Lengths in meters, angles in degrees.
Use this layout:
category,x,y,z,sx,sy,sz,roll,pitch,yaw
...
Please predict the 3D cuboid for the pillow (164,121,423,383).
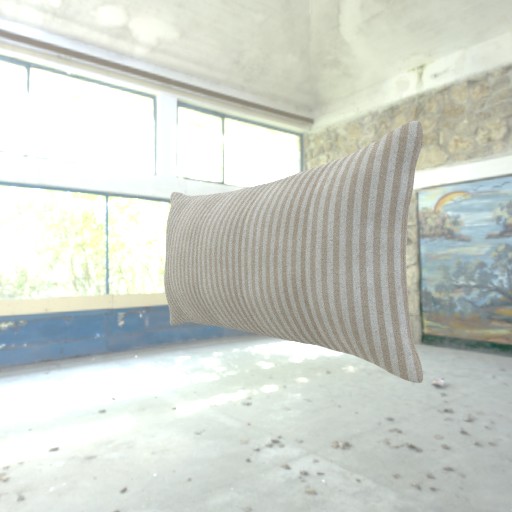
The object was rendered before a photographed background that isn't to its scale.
category,x,y,z,sx,sy,sz,roll,pitch,yaw
pillow,0.000,0.000,0.738,0.151,0.295,0.617,1,-2,-37
